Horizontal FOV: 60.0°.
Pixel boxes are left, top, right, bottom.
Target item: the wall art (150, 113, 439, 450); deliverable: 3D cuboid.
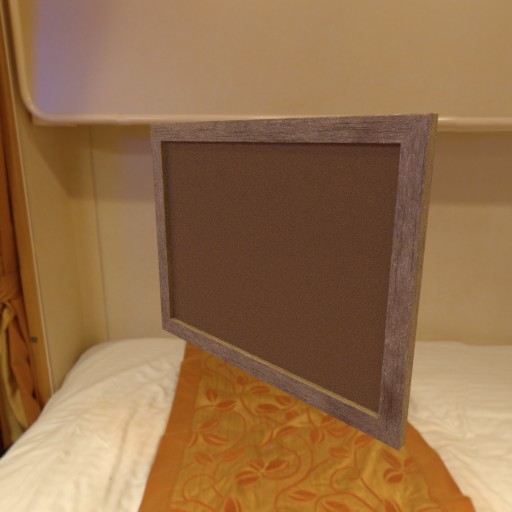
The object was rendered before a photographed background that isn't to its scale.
[{"bbox_3d":[0.000,0.000,0.910,0.690,0.535,0.026,14,21,43],"label":"wall art"}]
